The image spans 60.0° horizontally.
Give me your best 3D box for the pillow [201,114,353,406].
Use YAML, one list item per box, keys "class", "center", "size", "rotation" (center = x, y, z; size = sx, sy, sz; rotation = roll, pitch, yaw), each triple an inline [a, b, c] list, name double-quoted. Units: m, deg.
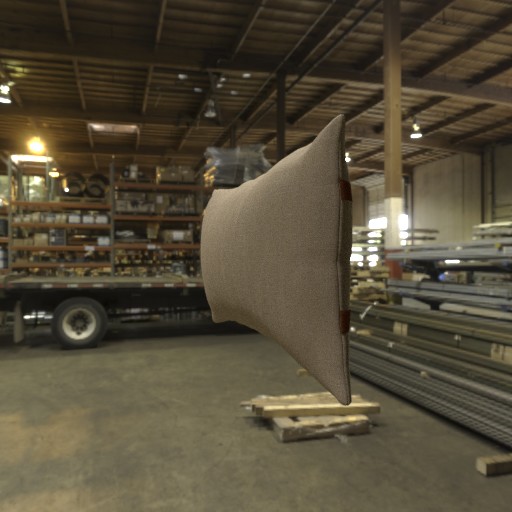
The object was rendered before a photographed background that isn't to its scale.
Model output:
- class: "pillow"
  center: [0.000, 0.000, 0.744]
  size: [0.148, 0.308, 0.612]
  rotation: [0, 0, -18]
